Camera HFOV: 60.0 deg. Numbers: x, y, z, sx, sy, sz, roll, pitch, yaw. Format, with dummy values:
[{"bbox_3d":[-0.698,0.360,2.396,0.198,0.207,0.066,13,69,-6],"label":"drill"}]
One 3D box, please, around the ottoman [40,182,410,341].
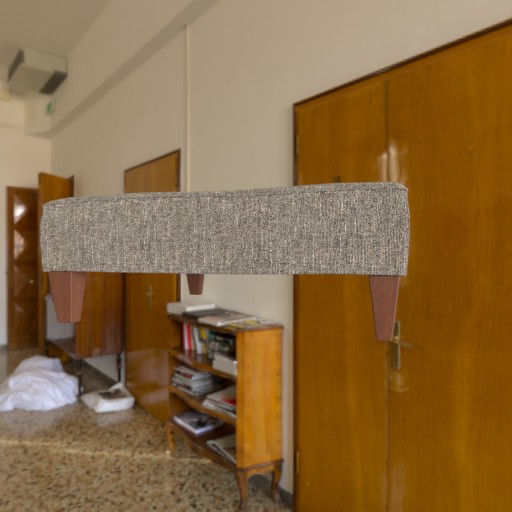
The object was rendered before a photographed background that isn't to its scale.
[{"bbox_3d":[0.000,0.000,1.575,1.016,0.379,0.981,0,1,17],"label":"ottoman"}]
